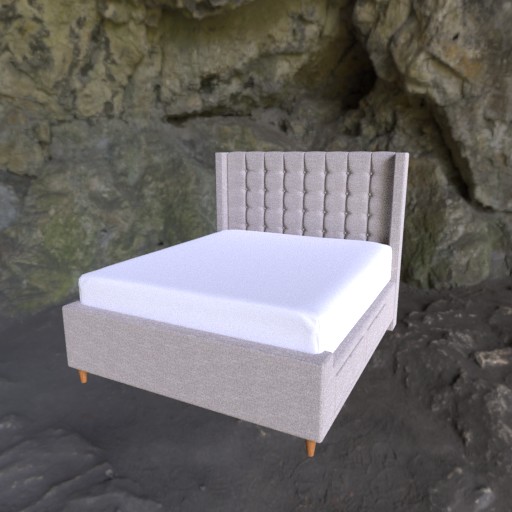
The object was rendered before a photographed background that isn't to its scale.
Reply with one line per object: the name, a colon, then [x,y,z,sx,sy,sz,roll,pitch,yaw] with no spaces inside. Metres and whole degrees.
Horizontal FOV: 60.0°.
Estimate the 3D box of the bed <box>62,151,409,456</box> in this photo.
bed: [0.000,0.000,3.809,2.044,1.748,2.372,7,15,26]
